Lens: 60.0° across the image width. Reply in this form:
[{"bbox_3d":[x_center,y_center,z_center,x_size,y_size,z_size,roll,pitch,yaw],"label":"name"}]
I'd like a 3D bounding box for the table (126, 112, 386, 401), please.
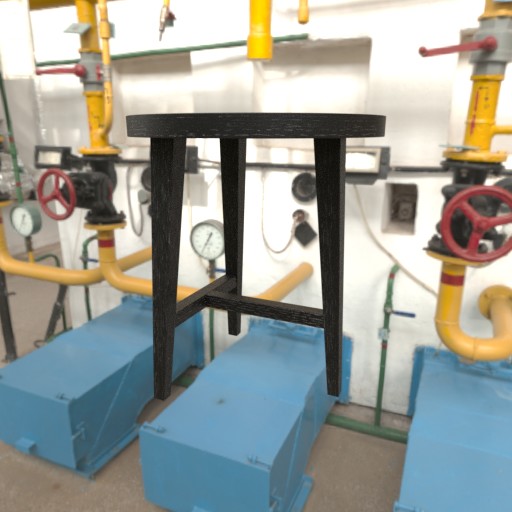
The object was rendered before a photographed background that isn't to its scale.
[{"bbox_3d":[0.000,0.000,0.768,0.399,0.460,0.399,0,16,0],"label":"table"}]
